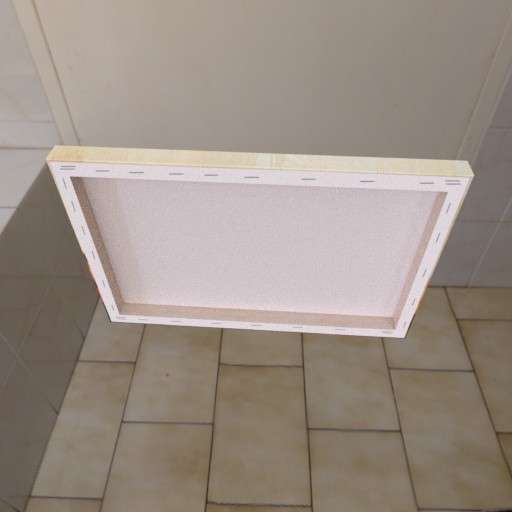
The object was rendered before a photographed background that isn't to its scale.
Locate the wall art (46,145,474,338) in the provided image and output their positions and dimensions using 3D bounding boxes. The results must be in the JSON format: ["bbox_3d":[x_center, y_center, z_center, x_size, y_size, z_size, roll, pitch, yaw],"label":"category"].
[{"bbox_3d":[0.000,0.000,0.789,0.613,0.402,0.040,3,46,3],"label":"wall art"}]
